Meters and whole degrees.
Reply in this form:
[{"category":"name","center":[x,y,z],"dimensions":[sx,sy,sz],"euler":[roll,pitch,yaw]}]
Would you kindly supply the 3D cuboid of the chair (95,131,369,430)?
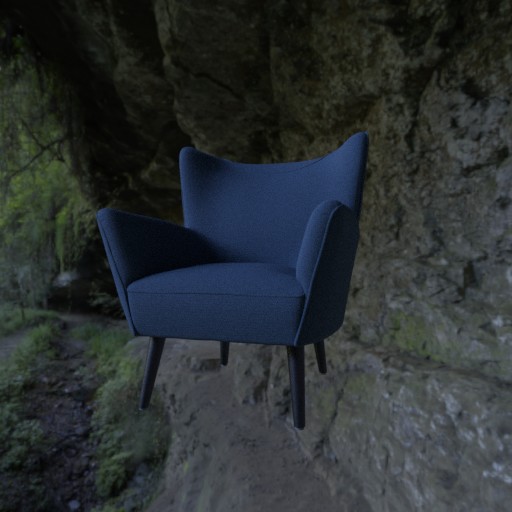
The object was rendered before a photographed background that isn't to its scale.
[{"category":"chair","center":[0.000,0.000,1.621],"dimensions":[0.781,0.933,0.888],"euler":[0,0,18]}]
